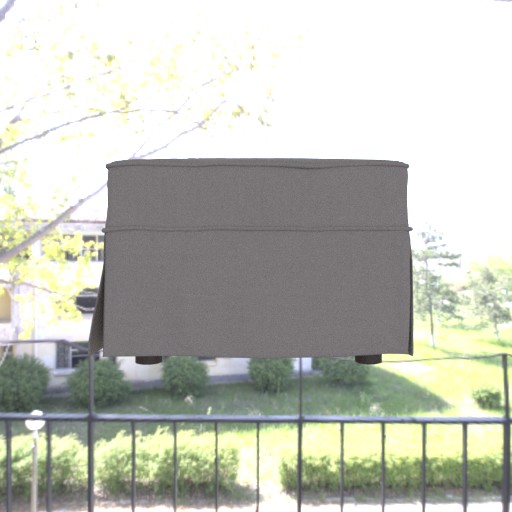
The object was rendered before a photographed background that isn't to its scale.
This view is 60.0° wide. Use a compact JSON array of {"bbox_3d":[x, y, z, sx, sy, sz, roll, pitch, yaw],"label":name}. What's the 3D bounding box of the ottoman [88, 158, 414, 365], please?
[{"bbox_3d":[0.000,0.000,1.352,0.703,0.479,0.944,0,0,0],"label":"ottoman"}]
